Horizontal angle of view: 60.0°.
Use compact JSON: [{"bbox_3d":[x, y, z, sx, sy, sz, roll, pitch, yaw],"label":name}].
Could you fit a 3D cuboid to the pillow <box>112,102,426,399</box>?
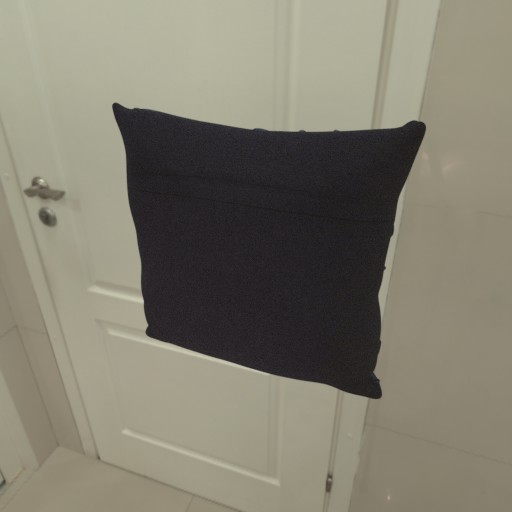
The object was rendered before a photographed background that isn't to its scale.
[{"bbox_3d":[0.000,0.000,0.680,0.439,0.440,0.183,10,32,17],"label":"pillow"}]
